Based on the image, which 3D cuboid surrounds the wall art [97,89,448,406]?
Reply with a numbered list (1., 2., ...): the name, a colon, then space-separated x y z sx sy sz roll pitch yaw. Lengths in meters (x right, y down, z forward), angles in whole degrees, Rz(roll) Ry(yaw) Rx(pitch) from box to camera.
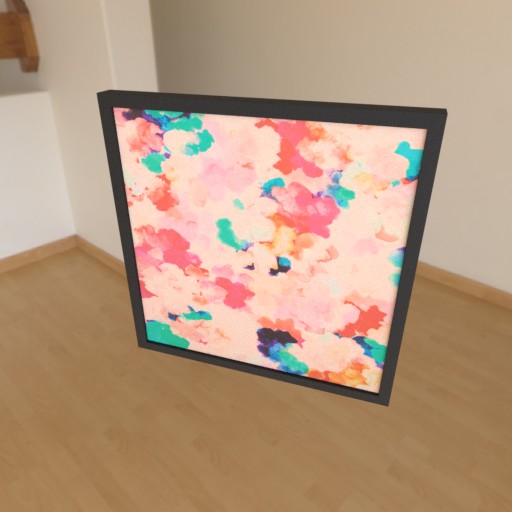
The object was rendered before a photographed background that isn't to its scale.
1. wall art: 0.000 0.000 0.748 0.506 0.503 0.036 9 30 16
